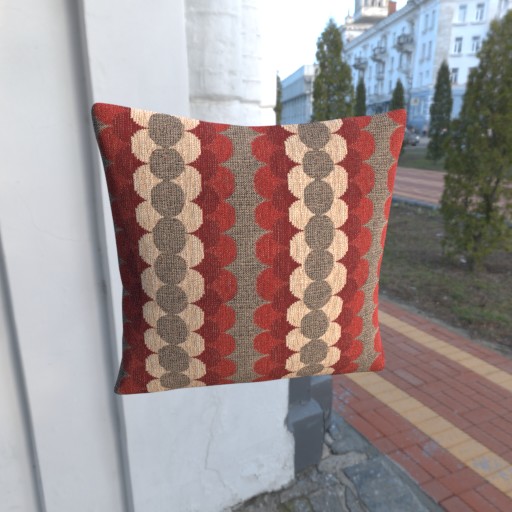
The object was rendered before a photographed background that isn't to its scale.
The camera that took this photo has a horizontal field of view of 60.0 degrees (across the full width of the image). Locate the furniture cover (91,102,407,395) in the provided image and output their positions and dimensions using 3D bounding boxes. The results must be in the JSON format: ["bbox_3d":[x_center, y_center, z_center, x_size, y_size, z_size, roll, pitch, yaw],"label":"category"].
[{"bbox_3d":[0.000,0.000,0.647,0.435,0.420,0.145,-3,17,-9],"label":"furniture cover"}]
